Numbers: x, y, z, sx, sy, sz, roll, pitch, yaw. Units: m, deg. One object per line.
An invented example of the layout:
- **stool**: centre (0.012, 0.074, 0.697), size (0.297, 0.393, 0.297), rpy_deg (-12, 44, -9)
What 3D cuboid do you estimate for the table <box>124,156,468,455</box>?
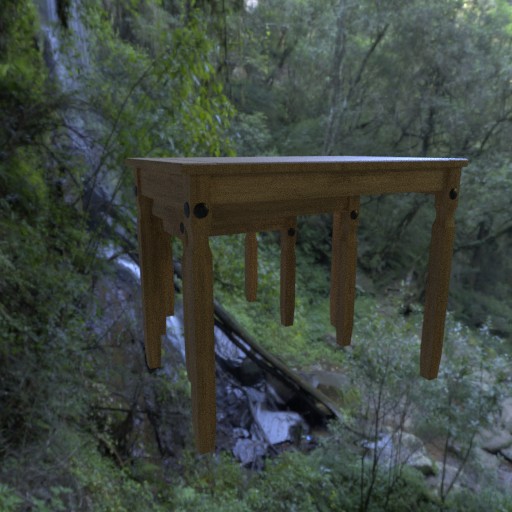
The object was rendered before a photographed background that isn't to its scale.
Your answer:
- **table**: centre (0.000, 0.000, 1.230), size (0.660, 0.535, 0.773), rpy_deg (-7, 15, -26)
